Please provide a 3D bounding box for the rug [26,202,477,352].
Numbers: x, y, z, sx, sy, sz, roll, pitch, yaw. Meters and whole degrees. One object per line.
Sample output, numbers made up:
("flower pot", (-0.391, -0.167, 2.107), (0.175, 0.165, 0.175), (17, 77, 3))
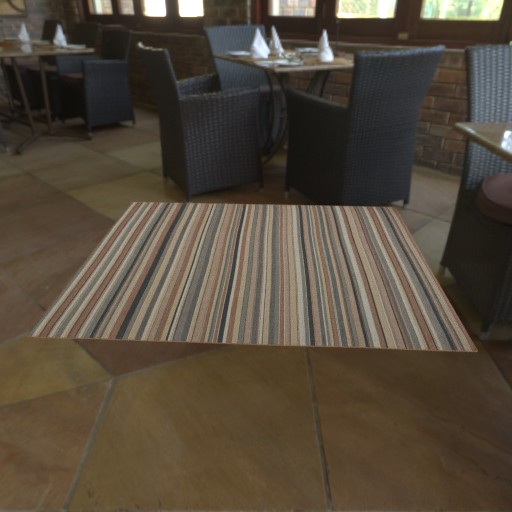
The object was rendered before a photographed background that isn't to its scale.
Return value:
("rug", (0.000, 0.000, 4.036), (3.045, 0.011, 2.436), (1, 29, 3))
